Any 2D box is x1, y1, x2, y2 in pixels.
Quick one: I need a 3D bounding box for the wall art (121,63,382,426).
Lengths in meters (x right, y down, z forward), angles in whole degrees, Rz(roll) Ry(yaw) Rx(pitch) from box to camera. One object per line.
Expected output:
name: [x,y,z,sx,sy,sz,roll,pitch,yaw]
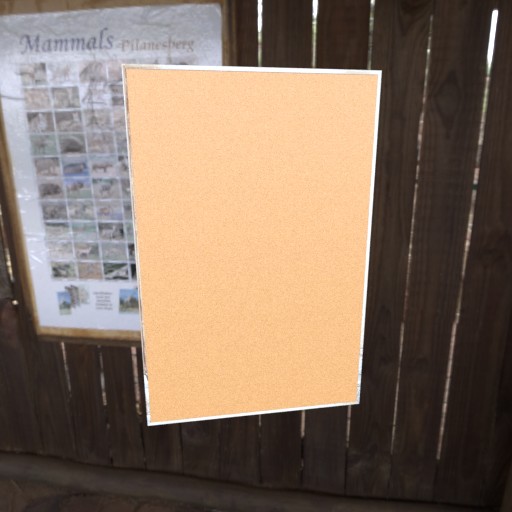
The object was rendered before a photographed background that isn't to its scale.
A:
wall art: [0.000,0.000,0.773,0.403,0.607,0.036,-3,15,-10]
